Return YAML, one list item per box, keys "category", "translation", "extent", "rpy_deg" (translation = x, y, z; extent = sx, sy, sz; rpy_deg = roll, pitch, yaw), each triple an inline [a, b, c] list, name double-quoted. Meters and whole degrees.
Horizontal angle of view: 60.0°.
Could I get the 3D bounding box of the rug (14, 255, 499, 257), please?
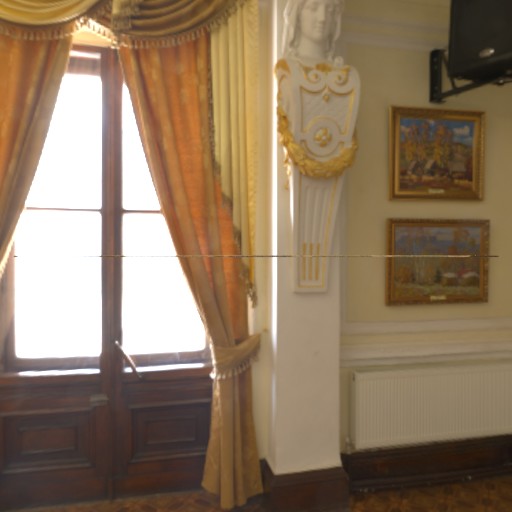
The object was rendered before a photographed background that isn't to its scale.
- category: "rug"
  translation: [0.000, 0.000, 2.848]
  extent: [2.284, 0.006, 1.521]
  rpy_deg: [0, 0, 0]
